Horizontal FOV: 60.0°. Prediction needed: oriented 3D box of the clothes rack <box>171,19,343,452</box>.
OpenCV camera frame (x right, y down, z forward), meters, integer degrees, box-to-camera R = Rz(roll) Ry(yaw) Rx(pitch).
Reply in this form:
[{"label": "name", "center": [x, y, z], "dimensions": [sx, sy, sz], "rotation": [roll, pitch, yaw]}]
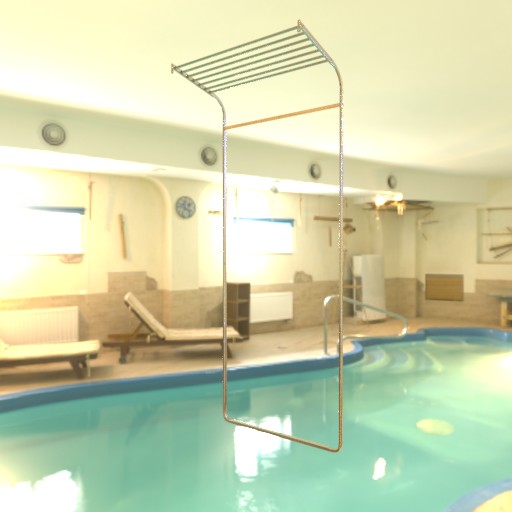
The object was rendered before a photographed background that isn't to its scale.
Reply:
[{"label": "clothes rack", "center": [0.000, 0.000, 1.793], "dimensions": [0.609, 1.574, 0.349], "rotation": [1, 1, 35]}]
